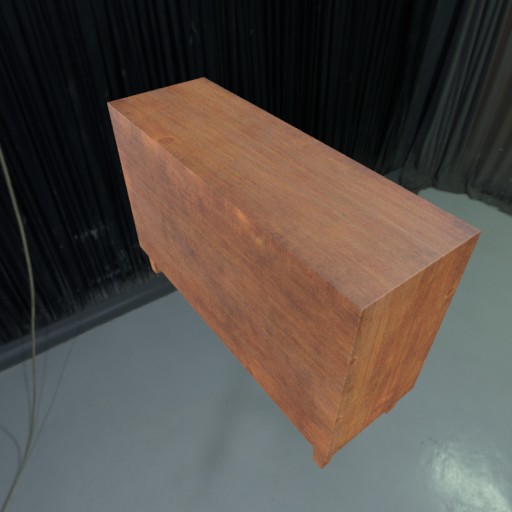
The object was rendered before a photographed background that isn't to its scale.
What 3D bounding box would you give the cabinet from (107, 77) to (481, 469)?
[{"bbox_3d":[0.000,0.000,1.560,0.403,0.805,1.204,-27,48,-27],"label":"cabinet"}]
